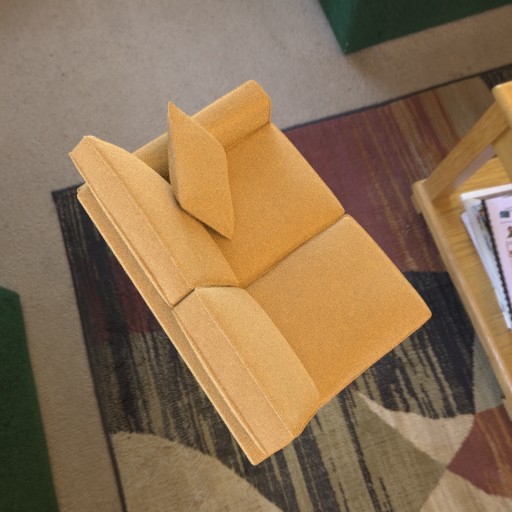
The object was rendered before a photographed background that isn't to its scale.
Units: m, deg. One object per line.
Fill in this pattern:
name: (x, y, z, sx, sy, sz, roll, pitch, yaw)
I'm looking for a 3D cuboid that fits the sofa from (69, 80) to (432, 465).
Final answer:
sofa: (0.000, 0.000, 2.033, 0.991, 0.989, 1.388, -35, 77, -9)
